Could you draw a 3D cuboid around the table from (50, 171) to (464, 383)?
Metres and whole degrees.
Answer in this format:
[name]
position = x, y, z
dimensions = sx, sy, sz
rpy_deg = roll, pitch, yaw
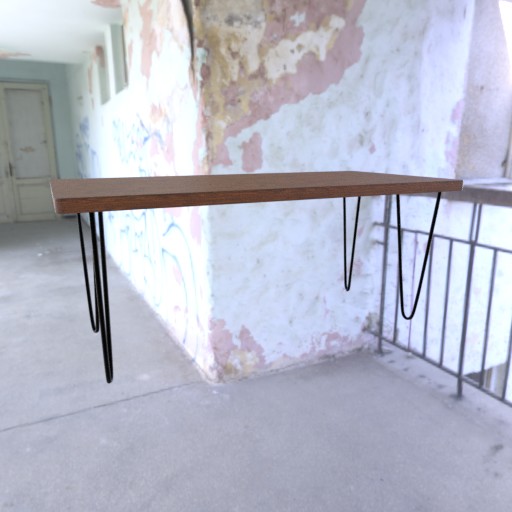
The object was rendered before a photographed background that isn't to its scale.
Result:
[table]
position = 0.000, 0.000, 2.215
dimensions = 1.791, 0.753, 0.883
rpy_deg = -6, 15, -24
